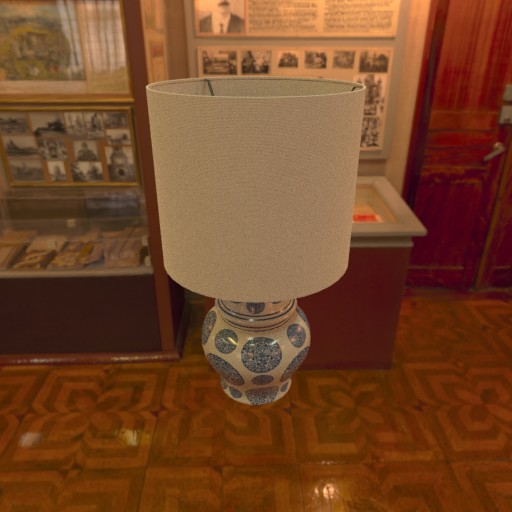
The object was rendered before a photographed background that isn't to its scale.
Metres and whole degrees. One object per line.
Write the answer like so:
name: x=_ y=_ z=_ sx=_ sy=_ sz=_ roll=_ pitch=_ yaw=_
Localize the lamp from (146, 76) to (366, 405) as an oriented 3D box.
lamp: x=0.000 y=0.000 z=0.526 sx=0.215 sy=0.381 sz=0.215 roll=0 pitch=26 yaw=0
